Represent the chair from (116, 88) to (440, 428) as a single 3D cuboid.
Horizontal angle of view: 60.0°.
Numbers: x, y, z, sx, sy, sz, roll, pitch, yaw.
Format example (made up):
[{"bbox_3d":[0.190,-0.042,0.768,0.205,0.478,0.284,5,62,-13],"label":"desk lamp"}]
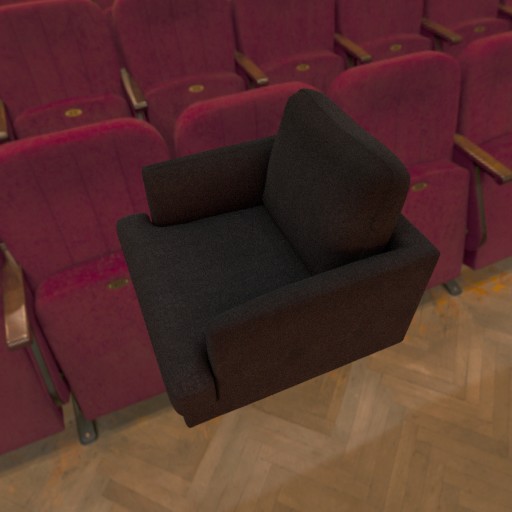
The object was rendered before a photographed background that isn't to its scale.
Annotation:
[{"bbox_3d":[0.000,0.000,1.646,0.899,0.957,0.858,-17,49,-16],"label":"chair"}]
